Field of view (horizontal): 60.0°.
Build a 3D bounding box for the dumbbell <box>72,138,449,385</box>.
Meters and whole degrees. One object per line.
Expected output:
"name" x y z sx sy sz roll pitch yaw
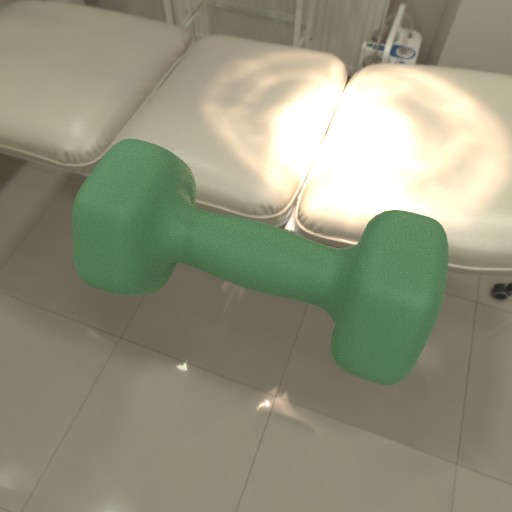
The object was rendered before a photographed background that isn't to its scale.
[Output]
"dumbbell" 0.000 0.000 0.333 0.260 0.117 0.129 17 59 11
